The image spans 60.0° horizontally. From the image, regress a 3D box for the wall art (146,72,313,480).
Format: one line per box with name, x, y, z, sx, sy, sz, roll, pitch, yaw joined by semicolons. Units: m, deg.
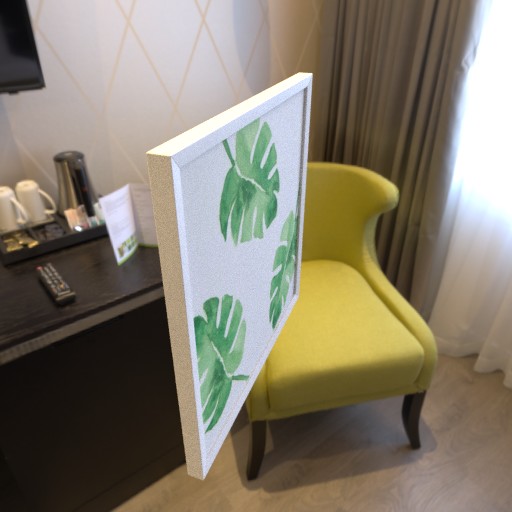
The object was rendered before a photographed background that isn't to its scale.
wall art;0.000;0.000;1.125;0.040;0.762;0.762;11;33;18
